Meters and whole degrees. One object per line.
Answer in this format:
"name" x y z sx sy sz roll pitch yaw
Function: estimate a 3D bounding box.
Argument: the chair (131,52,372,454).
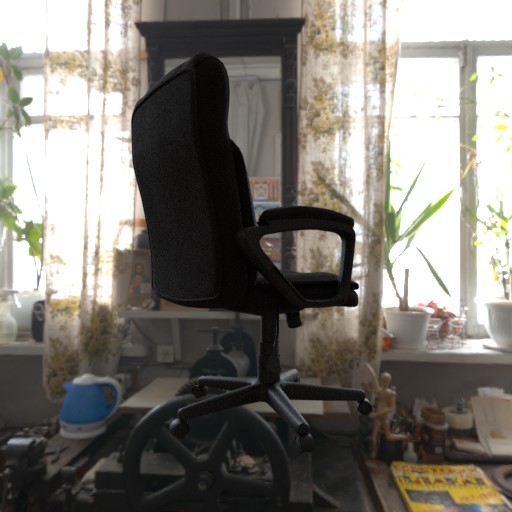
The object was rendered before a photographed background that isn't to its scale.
"chair" 0.000 0.000 1.522 0.724 1.105 0.667 0 -1 -35
